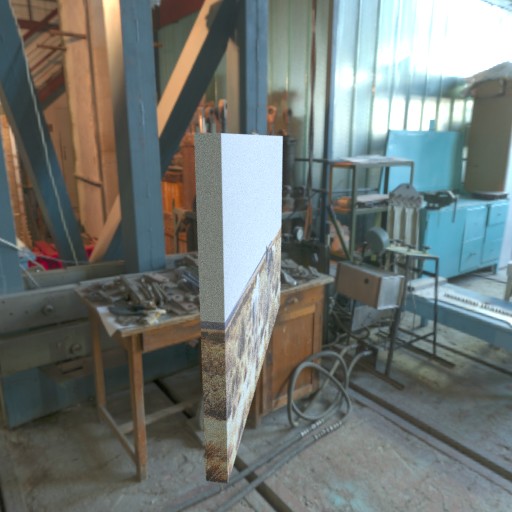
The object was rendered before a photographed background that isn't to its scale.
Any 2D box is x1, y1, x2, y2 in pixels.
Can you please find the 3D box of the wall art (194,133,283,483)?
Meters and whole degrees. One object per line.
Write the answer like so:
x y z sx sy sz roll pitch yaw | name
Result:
0.000 0.000 1.448 0.051 0.761 1.138 2 15 9 | wall art
